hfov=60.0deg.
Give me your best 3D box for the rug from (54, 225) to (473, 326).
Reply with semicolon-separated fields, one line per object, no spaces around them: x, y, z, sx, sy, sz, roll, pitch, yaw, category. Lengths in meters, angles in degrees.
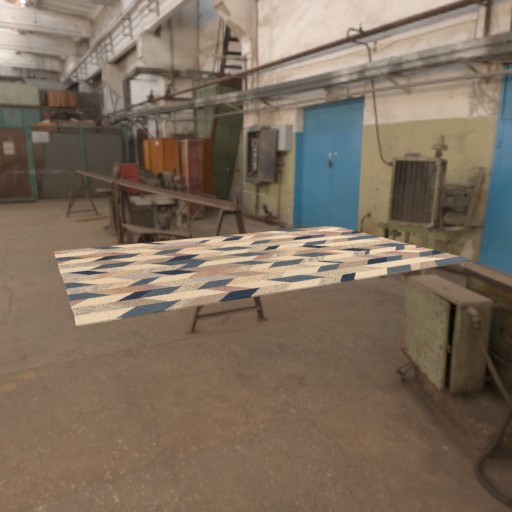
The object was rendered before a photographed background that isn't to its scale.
0.000;0.000;3.000;2.423;0.008;1.513;-7;15;-26;rug
